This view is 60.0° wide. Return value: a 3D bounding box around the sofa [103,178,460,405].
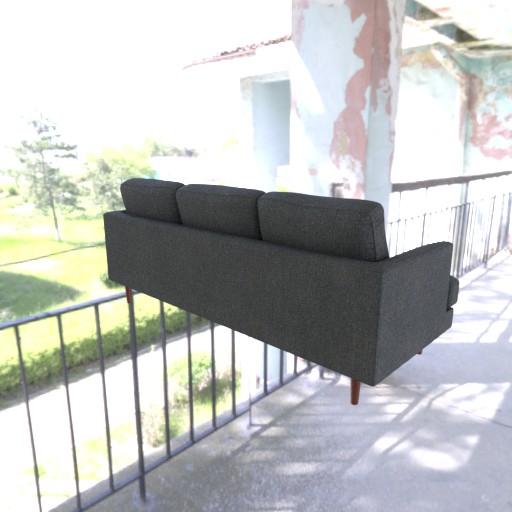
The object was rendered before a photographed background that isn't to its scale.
[{"bbox_3d":[0.000,0.000,2.833,2.246,0.930,0.903,13,19,42],"label":"sofa"}]
